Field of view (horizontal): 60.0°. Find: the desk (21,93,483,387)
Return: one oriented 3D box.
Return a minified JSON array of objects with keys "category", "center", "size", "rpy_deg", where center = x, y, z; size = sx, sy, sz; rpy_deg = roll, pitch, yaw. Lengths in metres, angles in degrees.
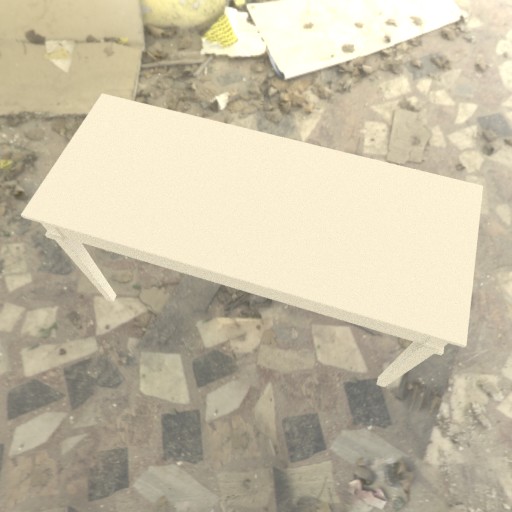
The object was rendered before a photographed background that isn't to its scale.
[{"category":"desk","center":[0.000,0.000,1.758],"size":[1.372,0.774,0.559],"rpy_deg":[16,64,8]}]
